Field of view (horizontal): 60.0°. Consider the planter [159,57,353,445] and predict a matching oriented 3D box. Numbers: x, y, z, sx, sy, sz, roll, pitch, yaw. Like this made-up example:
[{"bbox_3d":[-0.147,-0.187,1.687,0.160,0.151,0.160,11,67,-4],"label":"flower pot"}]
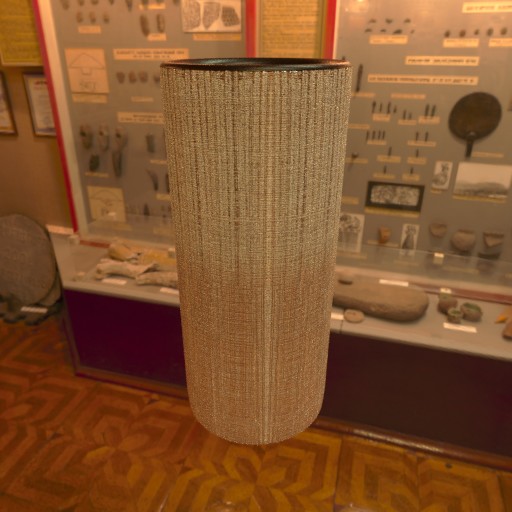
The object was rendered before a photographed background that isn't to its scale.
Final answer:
[{"bbox_3d":[0.000,0.000,0.282,0.100,0.227,0.100,8,27,16],"label":"planter"}]
